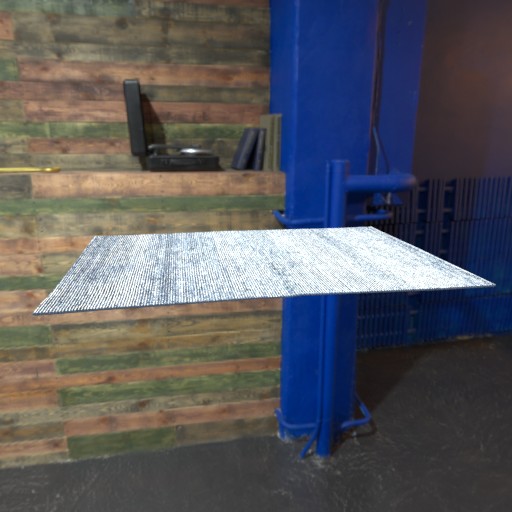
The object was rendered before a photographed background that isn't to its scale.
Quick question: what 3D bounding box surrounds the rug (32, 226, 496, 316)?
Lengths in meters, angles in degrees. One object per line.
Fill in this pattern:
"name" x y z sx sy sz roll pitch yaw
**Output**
"rug" 0.000 0.000 2.954 2.349 0.030 1.624 -2 15 -9
